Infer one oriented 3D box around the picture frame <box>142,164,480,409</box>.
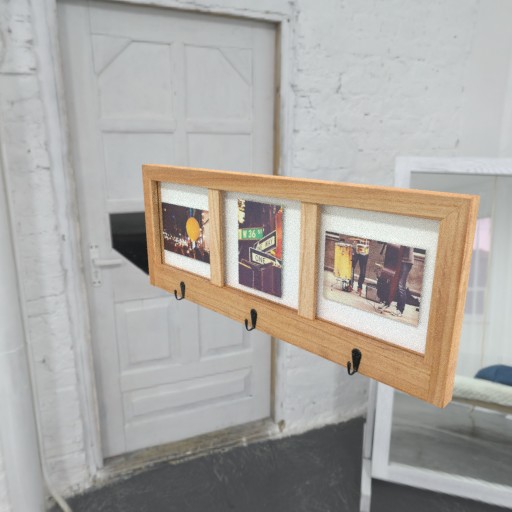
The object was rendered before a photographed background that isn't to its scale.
[{"bbox_3d":[0.000,0.000,0.655,0.582,0.234,0.045,15,22,42],"label":"picture frame"}]
